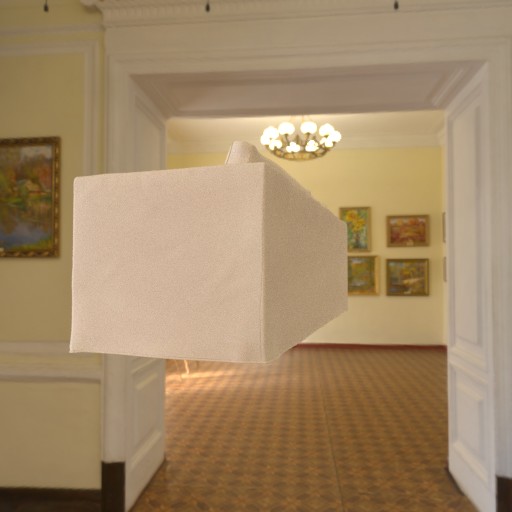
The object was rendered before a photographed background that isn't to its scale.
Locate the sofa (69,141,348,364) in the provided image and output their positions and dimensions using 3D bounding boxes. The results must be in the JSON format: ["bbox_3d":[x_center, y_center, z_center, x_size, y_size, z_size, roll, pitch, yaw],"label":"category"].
[{"bbox_3d":[0.000,0.000,3.291,1.036,0.999,2.779,-1,-2,19],"label":"sofa"}]
